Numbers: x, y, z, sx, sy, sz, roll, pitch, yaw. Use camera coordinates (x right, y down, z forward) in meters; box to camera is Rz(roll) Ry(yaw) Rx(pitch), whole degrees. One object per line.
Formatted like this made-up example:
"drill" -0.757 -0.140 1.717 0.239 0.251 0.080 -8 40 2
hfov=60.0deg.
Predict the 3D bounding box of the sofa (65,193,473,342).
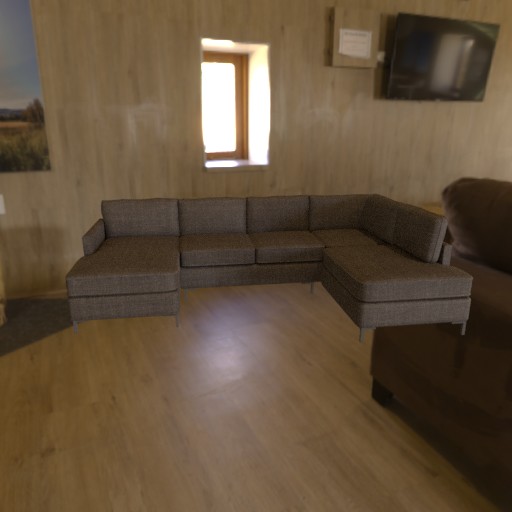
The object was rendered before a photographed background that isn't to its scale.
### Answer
"sofa" 0.000 0.000 4.441 3.423 0.999 2.048 -2 17 -8
